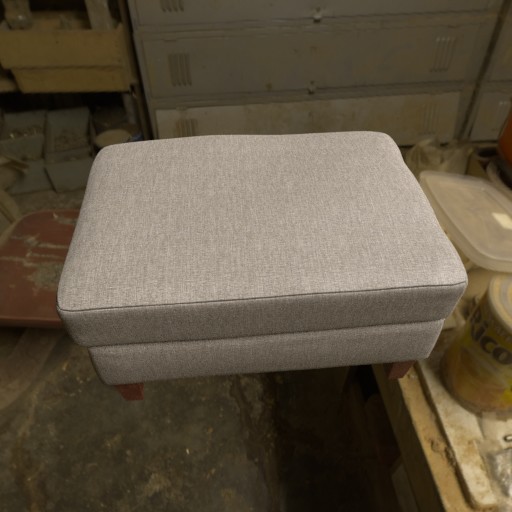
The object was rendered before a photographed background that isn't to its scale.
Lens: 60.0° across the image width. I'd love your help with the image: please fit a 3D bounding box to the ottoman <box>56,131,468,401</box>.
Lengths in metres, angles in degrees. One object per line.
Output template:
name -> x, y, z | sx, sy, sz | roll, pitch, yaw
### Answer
ottoman -> 0.000, 0.000, 1.243 | 0.873, 0.494, 0.639 | -4, 46, -4
